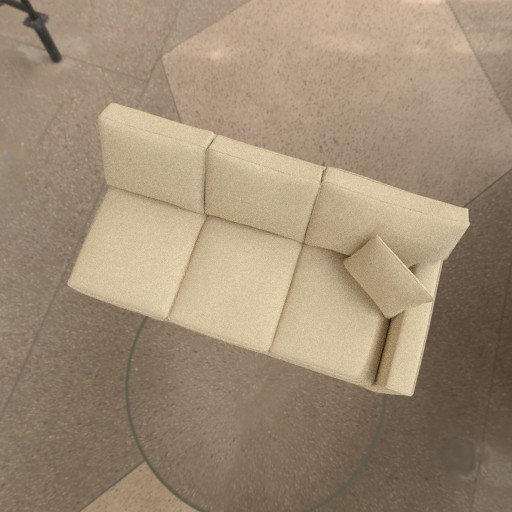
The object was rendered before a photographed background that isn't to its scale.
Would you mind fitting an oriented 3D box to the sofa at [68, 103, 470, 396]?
[{"bbox_3d":[0.000,0.000,2.554,1.963,0.946,1.034,18,75,5],"label":"sofa"}]
